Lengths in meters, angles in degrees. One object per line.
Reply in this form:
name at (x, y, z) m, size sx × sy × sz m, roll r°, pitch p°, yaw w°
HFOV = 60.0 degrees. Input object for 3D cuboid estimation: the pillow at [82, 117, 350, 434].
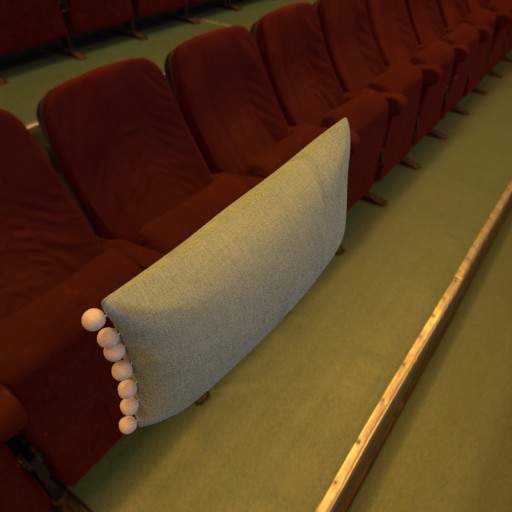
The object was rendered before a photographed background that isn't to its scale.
pillow at (0.000, 0.000, 0.843) m, size 0.201 × 0.322 × 0.709 m, roll 26°, pitch 47°, yaw 27°
